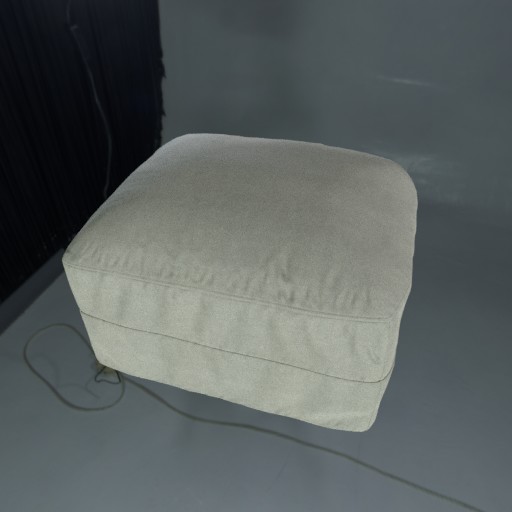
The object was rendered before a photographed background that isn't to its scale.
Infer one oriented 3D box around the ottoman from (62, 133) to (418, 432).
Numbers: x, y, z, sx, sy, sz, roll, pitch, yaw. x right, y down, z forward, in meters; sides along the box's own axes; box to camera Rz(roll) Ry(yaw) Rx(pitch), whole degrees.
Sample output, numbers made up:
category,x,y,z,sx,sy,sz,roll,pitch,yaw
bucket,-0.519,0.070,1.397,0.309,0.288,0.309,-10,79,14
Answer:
category,x,y,z,sx,sy,sz,roll,pitch,yaw
ottoman,0.000,0.000,1.085,0.712,0.480,0.584,11,42,13
